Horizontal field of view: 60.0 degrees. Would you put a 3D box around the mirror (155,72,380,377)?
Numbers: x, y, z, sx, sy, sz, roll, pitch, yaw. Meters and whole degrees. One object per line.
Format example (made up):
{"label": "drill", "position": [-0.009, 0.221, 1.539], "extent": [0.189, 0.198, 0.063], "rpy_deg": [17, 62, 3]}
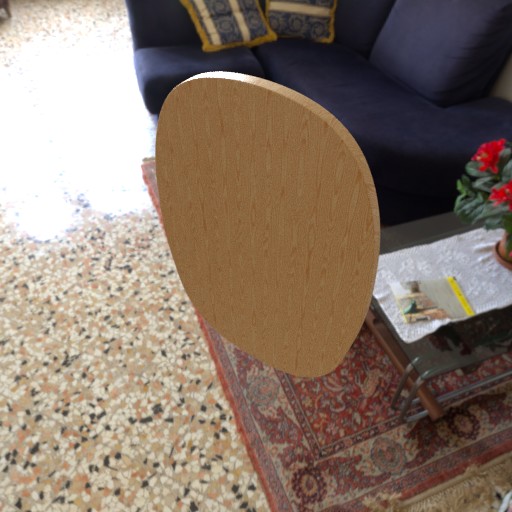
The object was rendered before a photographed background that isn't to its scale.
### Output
{"label": "mirror", "position": [0.000, 0.000, 1.341], "extent": [0.724, 1.075, 0.037], "rpy_deg": [25, 50, 23]}
